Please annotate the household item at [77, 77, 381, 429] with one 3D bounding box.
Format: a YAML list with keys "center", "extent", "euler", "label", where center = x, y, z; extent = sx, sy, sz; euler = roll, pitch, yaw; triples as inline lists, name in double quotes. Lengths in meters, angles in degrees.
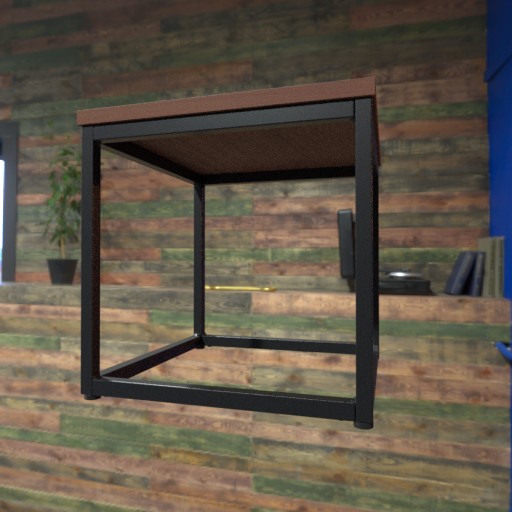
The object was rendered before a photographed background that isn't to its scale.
- center: [0.000, 0.000, 0.747]
  extent: [0.400, 0.400, 0.400]
  euler: [0, -1, 17]
  label: "household item"
